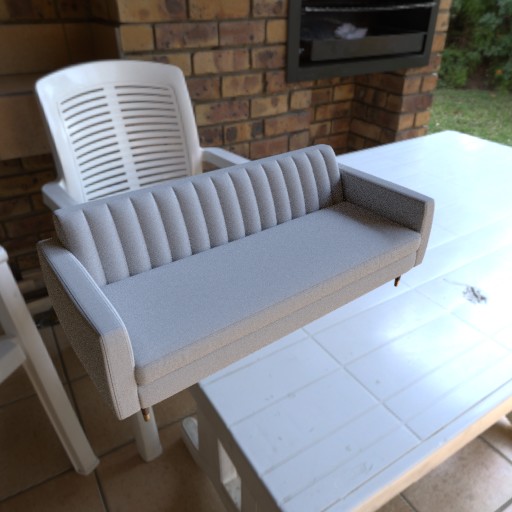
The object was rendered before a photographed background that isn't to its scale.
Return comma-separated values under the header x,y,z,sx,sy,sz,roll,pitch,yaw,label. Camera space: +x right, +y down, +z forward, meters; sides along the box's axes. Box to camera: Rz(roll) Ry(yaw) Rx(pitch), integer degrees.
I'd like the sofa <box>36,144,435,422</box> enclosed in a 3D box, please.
x,y,z,sx,sy,sz,roll,pitch,yaw,label
0.000,0.000,2.730,2.291,0.821,0.990,-21,37,-31,sofa
